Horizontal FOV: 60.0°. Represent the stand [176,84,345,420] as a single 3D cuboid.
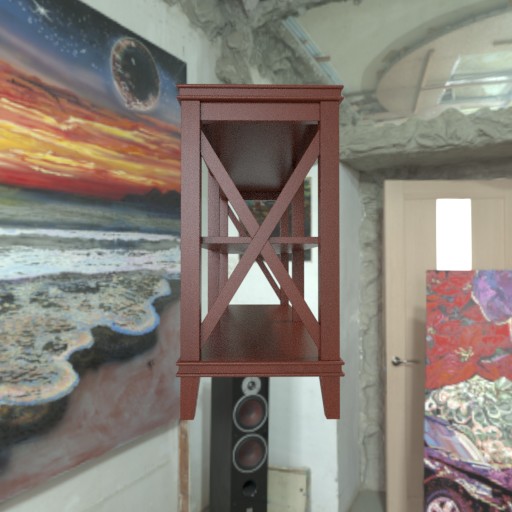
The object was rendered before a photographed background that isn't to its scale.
[{"bbox_3d":[0.000,0.000,1.686,0.381,0.762,1.372,0,-1,-1],"label":"stand"}]
